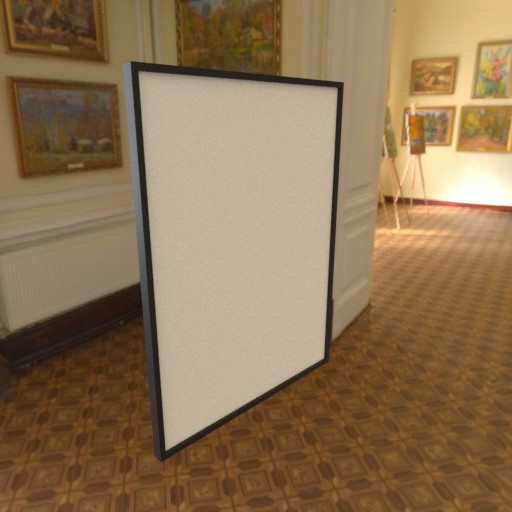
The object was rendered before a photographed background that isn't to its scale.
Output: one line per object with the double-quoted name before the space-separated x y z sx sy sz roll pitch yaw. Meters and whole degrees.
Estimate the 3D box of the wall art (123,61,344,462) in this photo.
"wall art" 0.000 0.000 1.406 0.802 1.070 0.036 -16 23 -42
